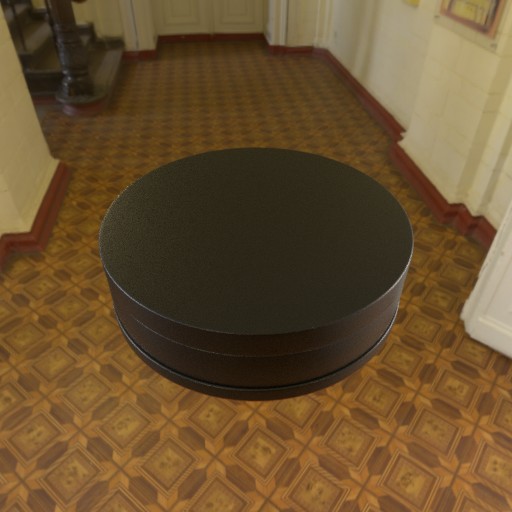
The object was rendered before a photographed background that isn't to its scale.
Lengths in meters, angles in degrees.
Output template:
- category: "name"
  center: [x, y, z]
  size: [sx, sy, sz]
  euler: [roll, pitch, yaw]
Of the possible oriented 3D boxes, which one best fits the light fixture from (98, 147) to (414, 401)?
- category: "light fixture"
  center: [0.000, 0.000, 0.438]
  size: [0.283, 0.097, 0.283]
  euler: [0, 40, 0]
